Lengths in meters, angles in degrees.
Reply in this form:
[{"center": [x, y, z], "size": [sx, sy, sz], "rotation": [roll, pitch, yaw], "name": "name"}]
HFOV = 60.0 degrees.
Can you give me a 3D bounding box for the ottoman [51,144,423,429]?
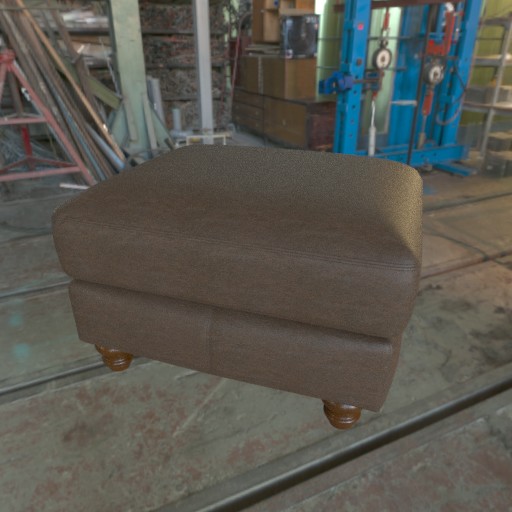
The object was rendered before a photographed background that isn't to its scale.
[{"center": [0.000, 0.000, 1.167], "size": [0.787, 0.508, 0.635], "rotation": [9, 27, 17], "name": "ottoman"}]
